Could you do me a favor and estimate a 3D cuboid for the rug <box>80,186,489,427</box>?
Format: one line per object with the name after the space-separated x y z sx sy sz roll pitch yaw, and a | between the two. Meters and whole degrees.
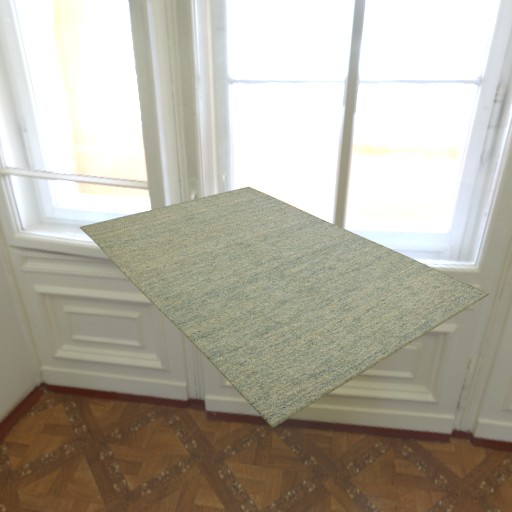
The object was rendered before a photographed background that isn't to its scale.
0.000 0.000 2.868 1.547 0.013 2.283 -19 33 -32 | rug
